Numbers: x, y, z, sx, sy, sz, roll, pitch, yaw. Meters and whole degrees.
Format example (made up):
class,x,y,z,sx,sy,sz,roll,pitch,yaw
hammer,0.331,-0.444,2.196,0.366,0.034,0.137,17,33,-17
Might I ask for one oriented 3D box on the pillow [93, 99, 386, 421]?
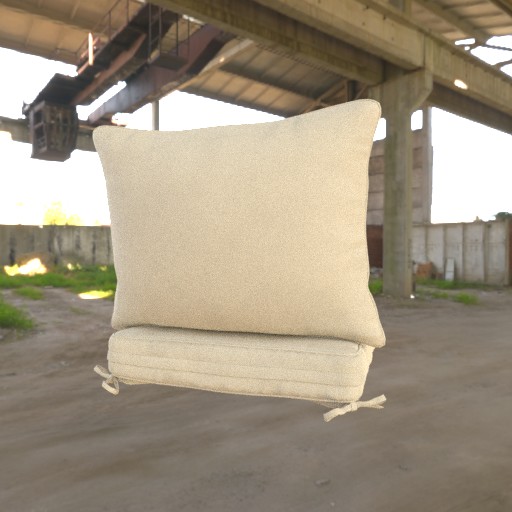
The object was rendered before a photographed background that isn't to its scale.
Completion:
class,x,y,z,sx,sy,sz,roll,pitch,yaw
pillow,0.000,0.000,1.371,0.798,0.716,0.733,0,1,19
